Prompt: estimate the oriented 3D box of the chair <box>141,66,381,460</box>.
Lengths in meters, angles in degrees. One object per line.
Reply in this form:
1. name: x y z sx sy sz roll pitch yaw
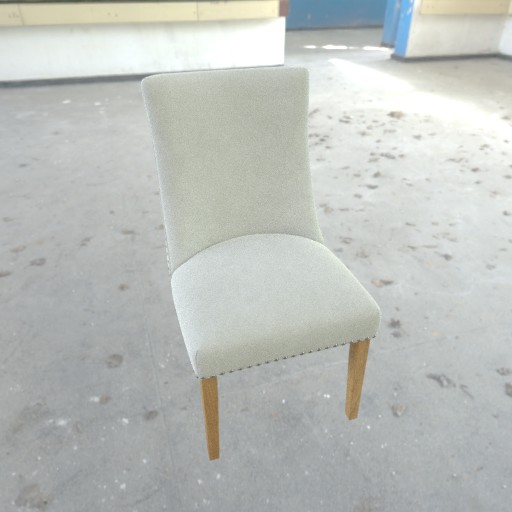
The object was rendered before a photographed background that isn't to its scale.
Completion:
1. chair: 0.000 0.000 1.259 0.495 0.902 0.610 -10 34 -15
